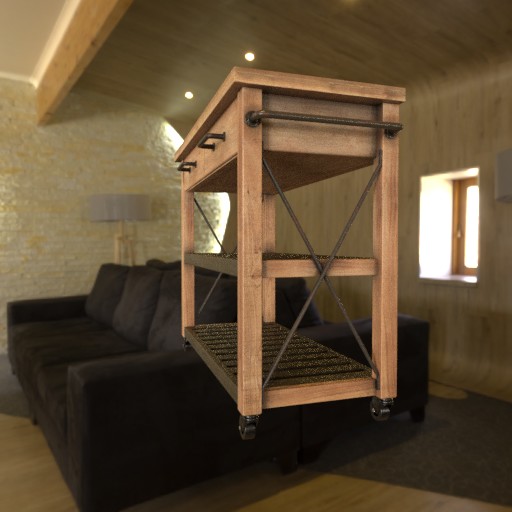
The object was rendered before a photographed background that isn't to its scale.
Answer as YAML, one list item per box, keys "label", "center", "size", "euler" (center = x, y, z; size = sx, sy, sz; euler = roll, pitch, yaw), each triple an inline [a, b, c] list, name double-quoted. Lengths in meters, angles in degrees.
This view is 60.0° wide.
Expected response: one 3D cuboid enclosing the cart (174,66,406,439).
- label: "cart"
  center: [0.000, 0.000, 0.981]
  size: [0.298, 0.554, 0.686]
  euler: [0, 2, -18]
